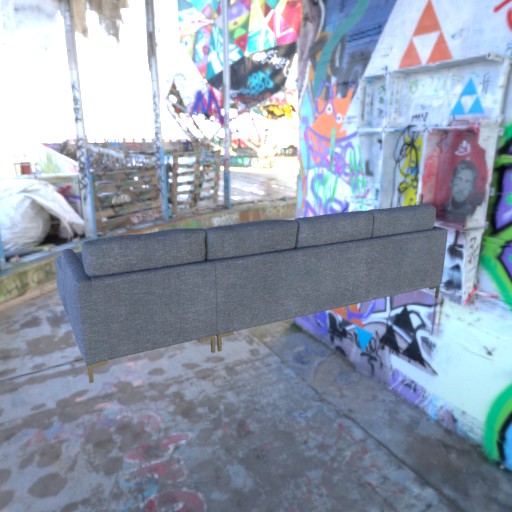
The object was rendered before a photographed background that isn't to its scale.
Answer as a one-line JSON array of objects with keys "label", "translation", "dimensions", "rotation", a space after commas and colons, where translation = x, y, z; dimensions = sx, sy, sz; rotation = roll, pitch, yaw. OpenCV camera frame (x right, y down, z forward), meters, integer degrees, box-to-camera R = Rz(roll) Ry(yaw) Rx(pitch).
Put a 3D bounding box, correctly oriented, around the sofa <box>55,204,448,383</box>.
[{"label": "sofa", "translation": [0.000, 0.000, 3.605], "dimensions": [2.932, 0.810, 1.350], "rotation": [-8, 17, -27]}]
